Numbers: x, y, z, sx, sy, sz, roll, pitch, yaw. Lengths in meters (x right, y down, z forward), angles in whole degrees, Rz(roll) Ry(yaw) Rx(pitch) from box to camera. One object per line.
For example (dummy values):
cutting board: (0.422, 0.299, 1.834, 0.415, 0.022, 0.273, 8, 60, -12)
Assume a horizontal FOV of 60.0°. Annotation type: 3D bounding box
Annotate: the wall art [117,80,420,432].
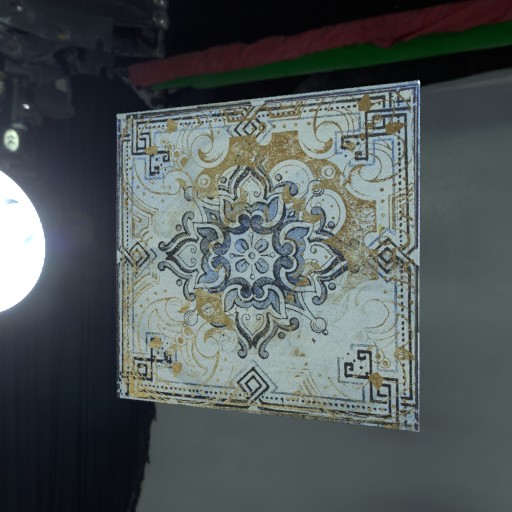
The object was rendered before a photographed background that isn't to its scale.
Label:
wall art: (0.000, 0.000, 0.596, 0.411, 0.410, 0.038, 0, 0, 18)
